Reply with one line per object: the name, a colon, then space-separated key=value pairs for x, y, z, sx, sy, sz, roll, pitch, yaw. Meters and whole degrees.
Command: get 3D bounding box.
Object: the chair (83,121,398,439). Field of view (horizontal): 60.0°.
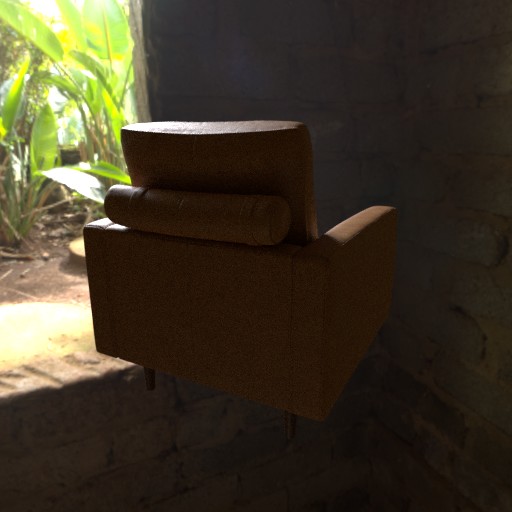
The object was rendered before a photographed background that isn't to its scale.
chair: x=0.000 y=0.000 z=1.555 sx=0.831 sy=0.896 sz=0.868 roll=8 pitch=18 yaw=27
